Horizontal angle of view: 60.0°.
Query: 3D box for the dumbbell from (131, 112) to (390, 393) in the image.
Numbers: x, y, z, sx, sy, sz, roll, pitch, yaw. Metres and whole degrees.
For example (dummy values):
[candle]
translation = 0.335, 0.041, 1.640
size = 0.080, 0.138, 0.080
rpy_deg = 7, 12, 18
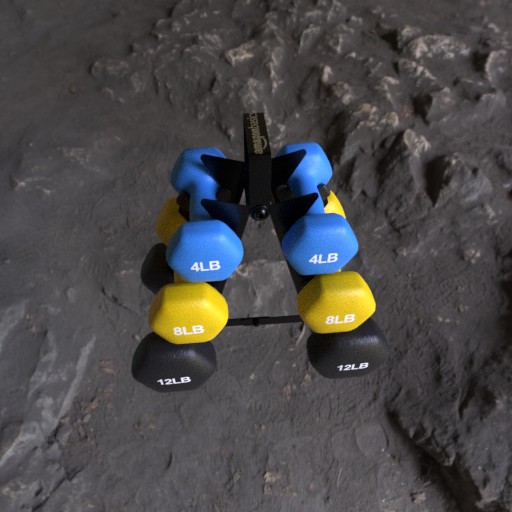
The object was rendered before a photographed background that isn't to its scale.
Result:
[dumbbell]
translation = 0.000, 0.000, 0.669
size = 0.409, 0.426, 0.255
rpy_deg = -4, 48, -3
